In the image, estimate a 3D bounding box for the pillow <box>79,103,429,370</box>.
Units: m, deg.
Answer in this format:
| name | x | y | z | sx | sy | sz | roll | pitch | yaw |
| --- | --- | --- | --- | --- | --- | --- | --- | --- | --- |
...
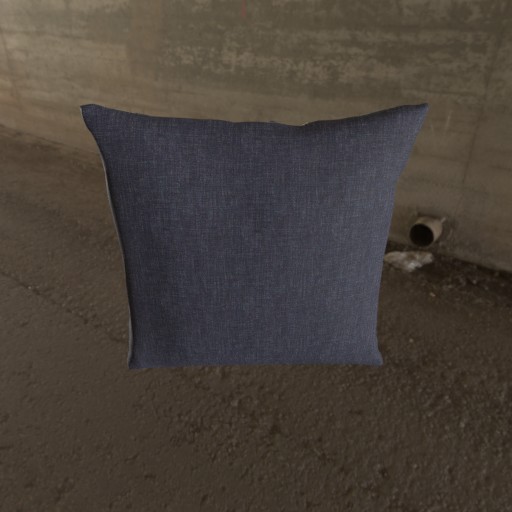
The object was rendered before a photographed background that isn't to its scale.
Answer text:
| name | x | y | z | sx | sy | sz | roll | pitch | yaw |
| --- | --- | --- | --- | --- | --- | --- | --- | --- | --- |
| pillow | 0.000 | 0.000 | 0.766 | 0.510 | 0.510 | 0.145 | -1 | 30 | -1 |
